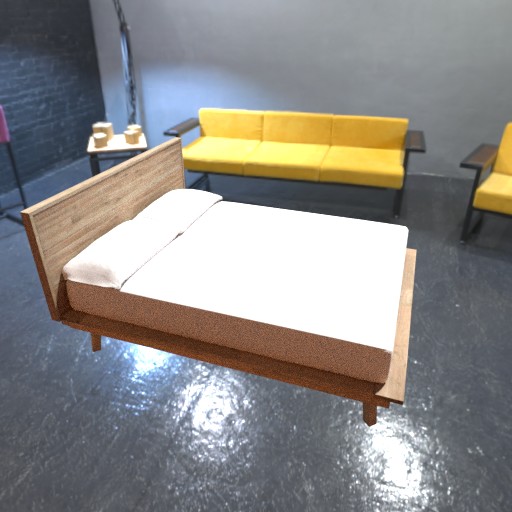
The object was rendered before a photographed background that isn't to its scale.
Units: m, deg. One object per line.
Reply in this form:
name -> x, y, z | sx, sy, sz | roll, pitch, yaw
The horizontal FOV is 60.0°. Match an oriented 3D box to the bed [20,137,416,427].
bed -> 0.000, 0.000, 3.106 | 2.145, 1.071, 1.759 | 10, 30, 17
